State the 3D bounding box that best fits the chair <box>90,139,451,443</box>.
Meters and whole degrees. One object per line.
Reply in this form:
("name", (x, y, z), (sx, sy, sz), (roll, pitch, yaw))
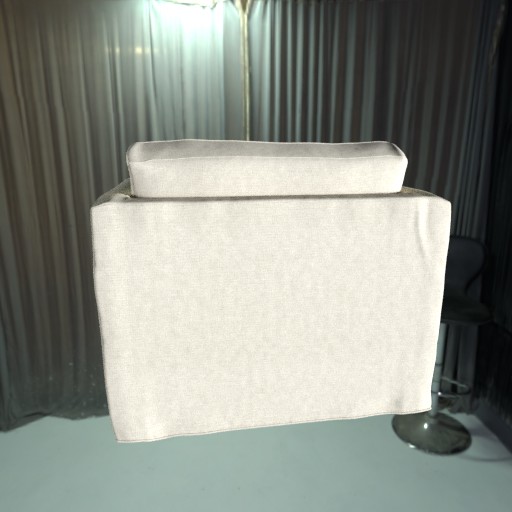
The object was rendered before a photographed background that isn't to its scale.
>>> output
("chair", (0.000, 0.000, 1.715), (1.057, 0.867, 0.949), (-2, 14, -9))
